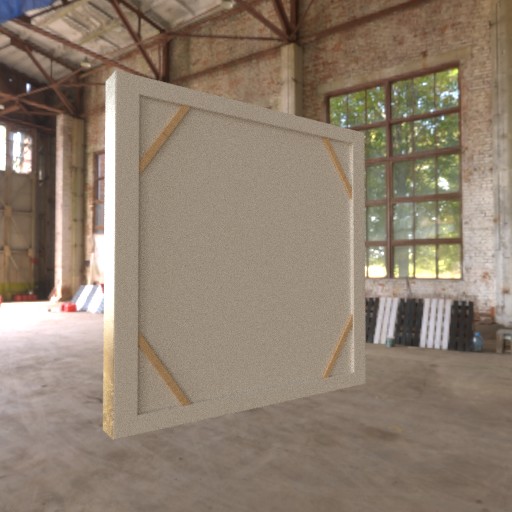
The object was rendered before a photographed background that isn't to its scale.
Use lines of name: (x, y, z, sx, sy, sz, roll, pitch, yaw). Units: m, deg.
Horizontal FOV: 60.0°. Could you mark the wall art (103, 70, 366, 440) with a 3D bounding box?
wall art: (0.000, 0.000, 0.618, 0.405, 0.407, 0.038, 1, -2, -35)
